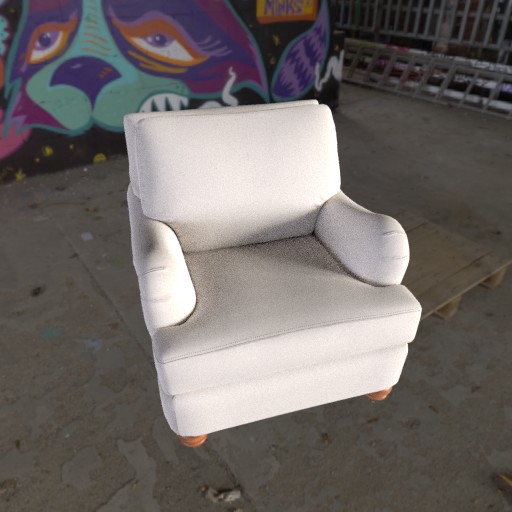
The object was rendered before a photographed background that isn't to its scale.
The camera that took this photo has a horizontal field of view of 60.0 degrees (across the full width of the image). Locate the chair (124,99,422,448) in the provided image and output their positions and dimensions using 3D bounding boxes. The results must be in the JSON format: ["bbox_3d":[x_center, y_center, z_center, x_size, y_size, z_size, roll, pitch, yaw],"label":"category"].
[{"bbox_3d":[0.000,0.000,1.816,0.955,1.038,1.070,-9,34,-13],"label":"chair"}]
